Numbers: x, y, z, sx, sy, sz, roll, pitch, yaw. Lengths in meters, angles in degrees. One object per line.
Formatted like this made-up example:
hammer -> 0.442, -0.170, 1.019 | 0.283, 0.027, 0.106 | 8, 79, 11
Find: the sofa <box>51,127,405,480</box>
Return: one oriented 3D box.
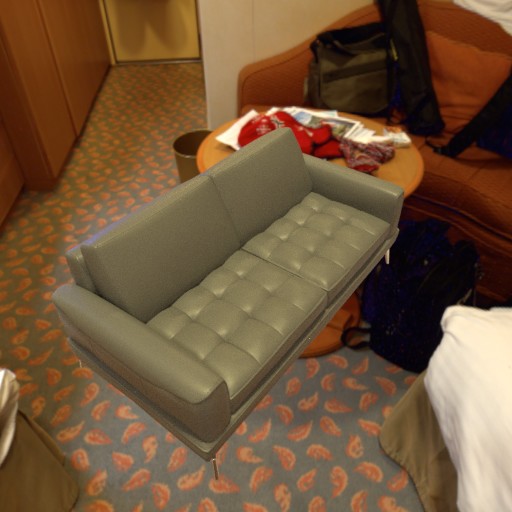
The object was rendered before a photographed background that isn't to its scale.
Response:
sofa -> 0.000, 0.000, 2.782 | 1.121, 0.930, 2.177 | 26, 47, 28
